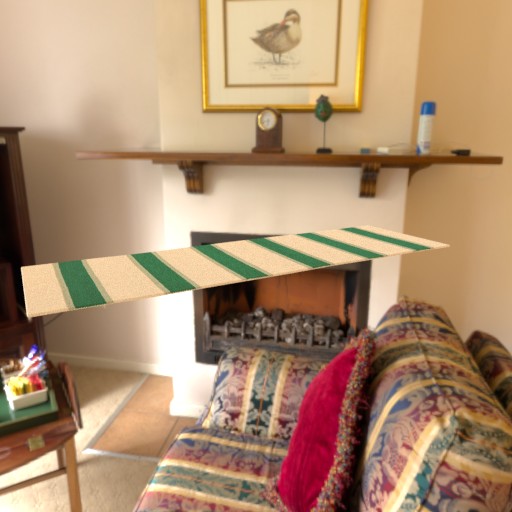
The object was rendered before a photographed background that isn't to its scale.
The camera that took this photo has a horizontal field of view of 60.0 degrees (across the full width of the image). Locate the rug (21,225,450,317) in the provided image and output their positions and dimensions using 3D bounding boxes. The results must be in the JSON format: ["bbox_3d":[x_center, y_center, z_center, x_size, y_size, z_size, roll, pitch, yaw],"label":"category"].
[{"bbox_3d":[0.000,0.000,2.607,2.438,0.012,0.768,-8,17,-28],"label":"rug"}]
